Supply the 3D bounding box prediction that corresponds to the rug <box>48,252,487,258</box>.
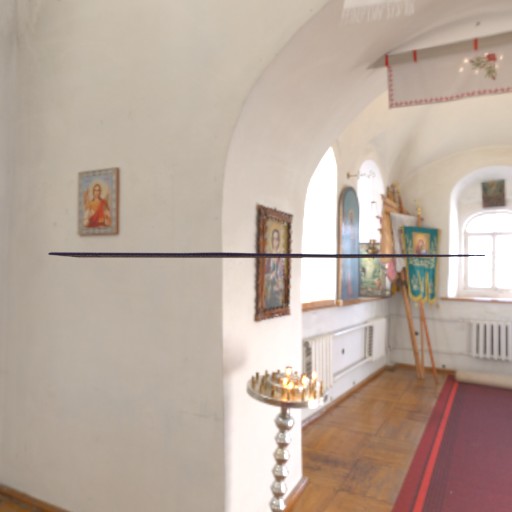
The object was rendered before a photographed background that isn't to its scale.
[{"bbox_3d":[0.000,0.000,2.259,1.781,0.012,1.184,0,-1,-17],"label":"rug"}]
